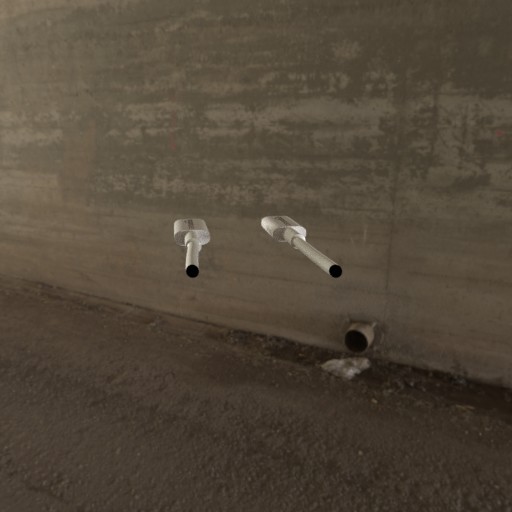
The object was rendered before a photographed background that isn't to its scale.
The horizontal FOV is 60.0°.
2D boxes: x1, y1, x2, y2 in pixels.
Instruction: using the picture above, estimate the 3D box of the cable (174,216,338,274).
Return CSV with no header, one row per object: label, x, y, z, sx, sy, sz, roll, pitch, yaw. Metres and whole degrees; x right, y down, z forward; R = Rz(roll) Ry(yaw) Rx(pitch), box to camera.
cable,0.000,0.000,0.113,0.041,0.005,0.098,-3,16,-10
